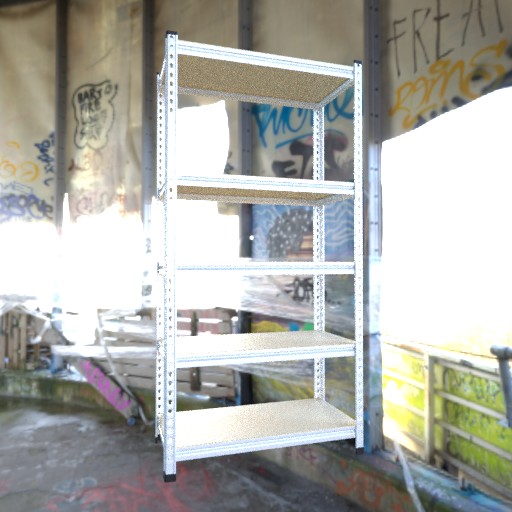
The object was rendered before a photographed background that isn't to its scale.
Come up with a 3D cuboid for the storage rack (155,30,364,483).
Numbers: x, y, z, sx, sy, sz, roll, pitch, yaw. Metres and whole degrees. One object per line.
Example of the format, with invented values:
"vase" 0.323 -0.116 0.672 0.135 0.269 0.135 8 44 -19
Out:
"storage rack" 0.000 0.000 2.144 0.914 1.829 0.457 0 -1 -18
